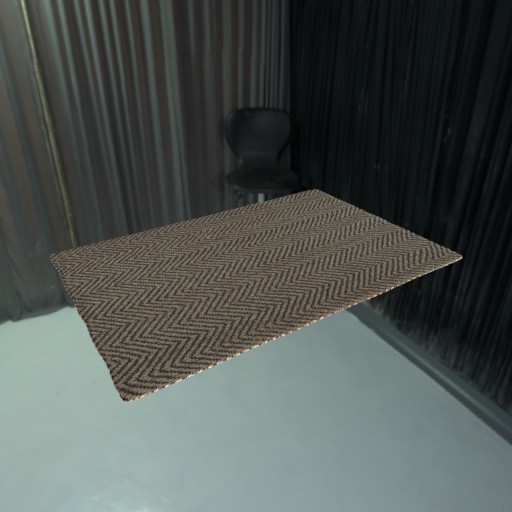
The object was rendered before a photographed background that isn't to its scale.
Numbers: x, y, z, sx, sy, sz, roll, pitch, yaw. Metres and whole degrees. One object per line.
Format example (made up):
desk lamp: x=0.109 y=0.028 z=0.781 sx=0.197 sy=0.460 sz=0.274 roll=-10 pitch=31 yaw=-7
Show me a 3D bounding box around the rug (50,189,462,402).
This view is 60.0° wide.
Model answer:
rug: x=0.000 y=0.000 z=2.339 sx=1.828 sy=0.008 sz=1.219 roll=-17 pitch=33 yaw=-29
